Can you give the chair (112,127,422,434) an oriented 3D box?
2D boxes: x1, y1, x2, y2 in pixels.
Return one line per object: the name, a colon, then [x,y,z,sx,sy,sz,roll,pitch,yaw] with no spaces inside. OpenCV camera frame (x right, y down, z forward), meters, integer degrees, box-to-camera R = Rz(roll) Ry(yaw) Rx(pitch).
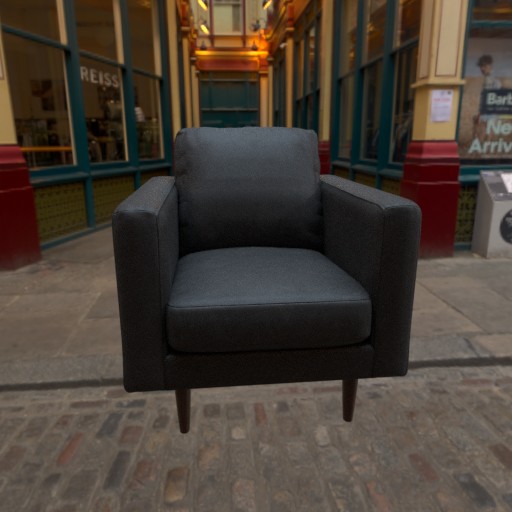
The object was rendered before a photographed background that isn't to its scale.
chair: [0.000,0.000,1.583,0.831,0.898,0.879,-2,15,-6]
